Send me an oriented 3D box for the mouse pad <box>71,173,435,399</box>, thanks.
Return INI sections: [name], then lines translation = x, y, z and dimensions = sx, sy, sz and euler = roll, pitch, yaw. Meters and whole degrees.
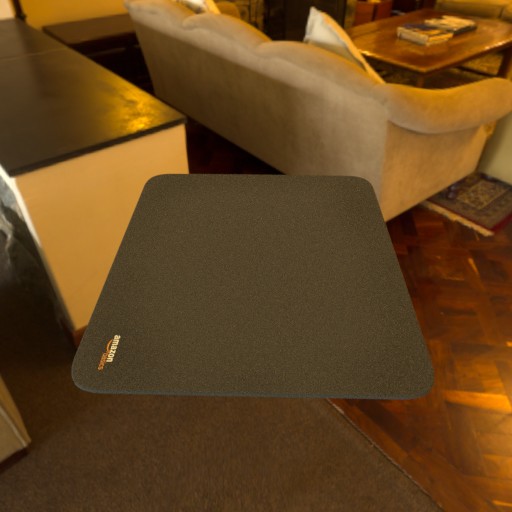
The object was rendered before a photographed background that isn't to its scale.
[mouse pad]
translation = 0.000, 0.000, 0.323
dimensions = 0.203, 0.003, 0.229
euler = 1, 40, 1
